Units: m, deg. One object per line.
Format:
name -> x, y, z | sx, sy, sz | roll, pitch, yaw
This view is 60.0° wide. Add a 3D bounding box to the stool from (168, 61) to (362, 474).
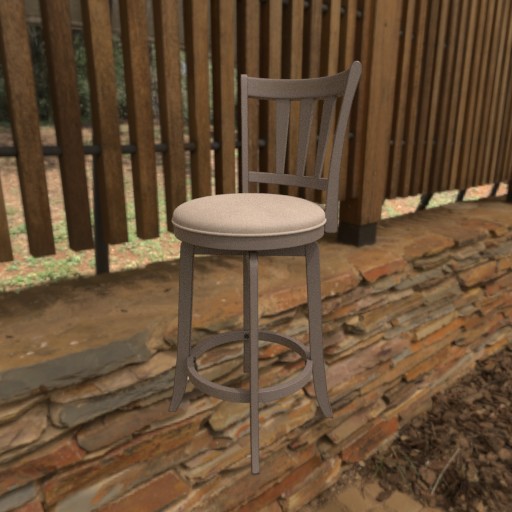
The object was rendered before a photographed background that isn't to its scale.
stool -> 0.000, 0.000, 1.275 | 0.436, 1.023, 0.475 | 16, 22, 43
